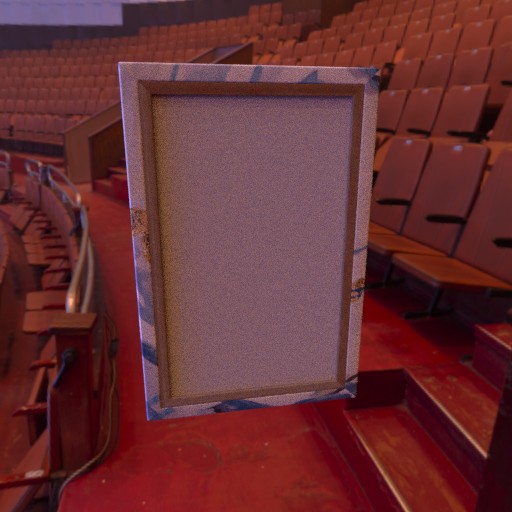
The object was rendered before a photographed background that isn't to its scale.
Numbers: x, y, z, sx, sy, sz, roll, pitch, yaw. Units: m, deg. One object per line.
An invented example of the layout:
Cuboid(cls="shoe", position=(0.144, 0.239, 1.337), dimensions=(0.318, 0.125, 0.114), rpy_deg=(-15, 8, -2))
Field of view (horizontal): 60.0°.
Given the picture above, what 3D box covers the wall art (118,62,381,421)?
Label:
Cuboid(cls="wall art", position=(0.000, 0.000, 1.149), dimensions=(0.610, 0.914, 0.016), rpy_deg=(-3, 17, -10))
